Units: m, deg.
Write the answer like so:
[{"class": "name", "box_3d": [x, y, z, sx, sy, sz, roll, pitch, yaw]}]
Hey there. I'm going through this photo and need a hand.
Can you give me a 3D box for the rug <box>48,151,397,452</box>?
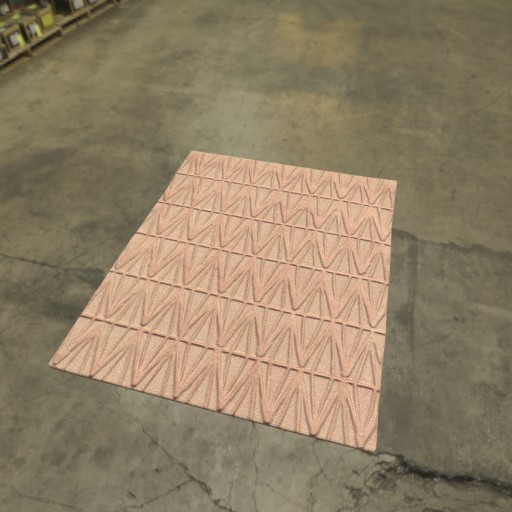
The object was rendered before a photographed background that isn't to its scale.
[{"class": "rug", "box_3d": [0.000, 0.000, 4.139, 2.453, 0.043, 3.052, 11, 47, 10]}]
